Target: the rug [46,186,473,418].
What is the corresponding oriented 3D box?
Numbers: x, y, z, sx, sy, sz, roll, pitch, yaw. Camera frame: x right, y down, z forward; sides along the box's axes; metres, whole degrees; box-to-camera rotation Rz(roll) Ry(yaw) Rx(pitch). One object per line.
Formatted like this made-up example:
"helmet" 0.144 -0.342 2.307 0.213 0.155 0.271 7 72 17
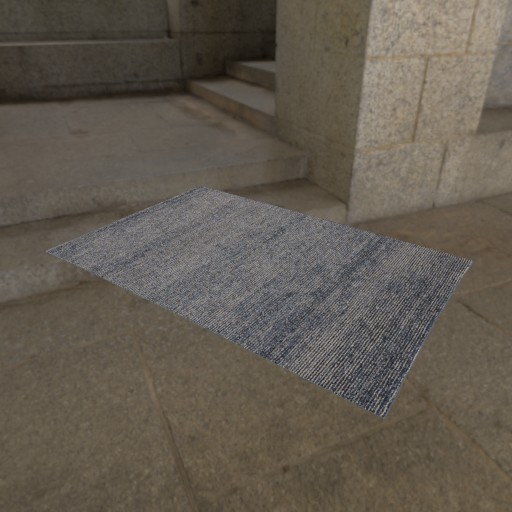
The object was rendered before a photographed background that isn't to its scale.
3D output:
"rug" 0.000 0.000 2.136 1.740 0.010 1.135 19 35 31
